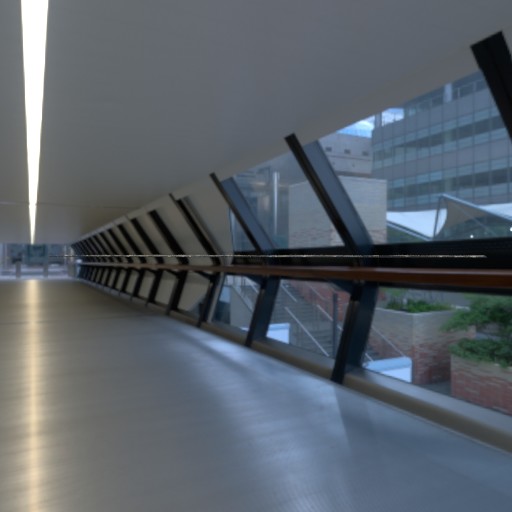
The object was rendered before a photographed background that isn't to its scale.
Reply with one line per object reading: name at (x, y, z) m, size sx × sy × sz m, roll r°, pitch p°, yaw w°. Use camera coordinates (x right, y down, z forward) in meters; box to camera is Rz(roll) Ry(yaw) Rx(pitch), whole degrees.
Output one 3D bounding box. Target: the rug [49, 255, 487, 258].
rug at (0.000, 0.000, 2.751) m, size 2.476 × 0.010 × 0.807 m, roll 0°, pitch 0°, yaw 18°
